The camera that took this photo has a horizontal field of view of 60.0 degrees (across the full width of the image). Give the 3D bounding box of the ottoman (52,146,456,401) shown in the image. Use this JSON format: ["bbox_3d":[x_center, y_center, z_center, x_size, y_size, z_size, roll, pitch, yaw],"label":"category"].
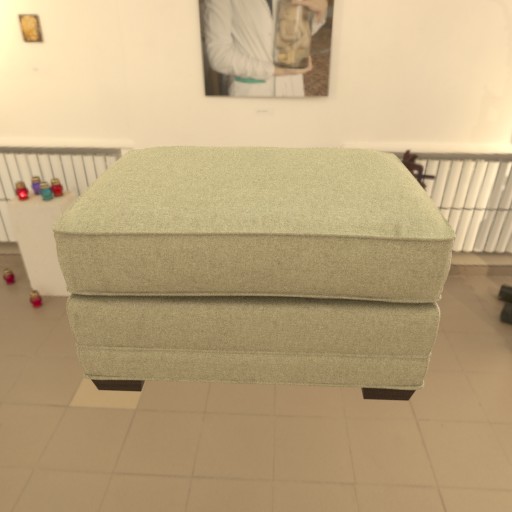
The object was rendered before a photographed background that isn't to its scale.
[{"bbox_3d":[0.000,0.000,1.224,0.848,0.508,0.611,1,30,2],"label":"ottoman"}]
